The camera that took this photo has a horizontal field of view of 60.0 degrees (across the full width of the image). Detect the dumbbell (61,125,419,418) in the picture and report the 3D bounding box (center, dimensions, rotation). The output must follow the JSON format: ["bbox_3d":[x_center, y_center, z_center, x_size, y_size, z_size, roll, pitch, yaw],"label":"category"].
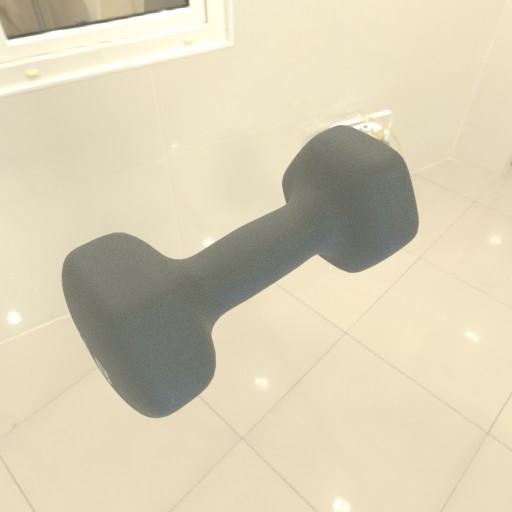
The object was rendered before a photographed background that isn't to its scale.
[{"bbox_3d":[0.000,0.000,0.232,0.184,0.081,0.090,-30,53,-26],"label":"dumbbell"}]
